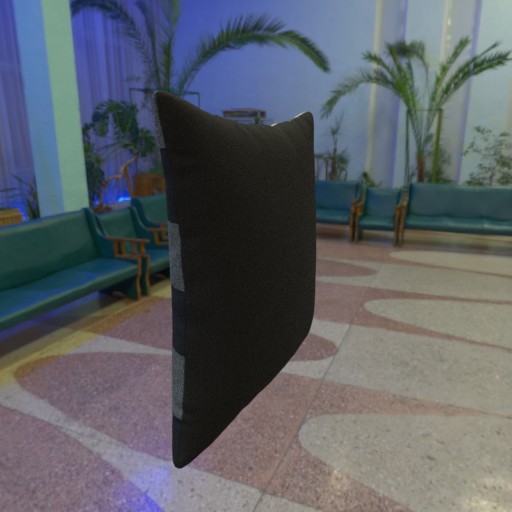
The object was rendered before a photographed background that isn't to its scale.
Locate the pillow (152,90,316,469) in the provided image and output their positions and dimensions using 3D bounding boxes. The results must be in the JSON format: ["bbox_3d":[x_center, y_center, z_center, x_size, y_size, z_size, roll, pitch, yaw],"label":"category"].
[{"bbox_3d":[0.000,0.000,0.783,0.161,0.509,0.511,7,17,25],"label":"pillow"}]
